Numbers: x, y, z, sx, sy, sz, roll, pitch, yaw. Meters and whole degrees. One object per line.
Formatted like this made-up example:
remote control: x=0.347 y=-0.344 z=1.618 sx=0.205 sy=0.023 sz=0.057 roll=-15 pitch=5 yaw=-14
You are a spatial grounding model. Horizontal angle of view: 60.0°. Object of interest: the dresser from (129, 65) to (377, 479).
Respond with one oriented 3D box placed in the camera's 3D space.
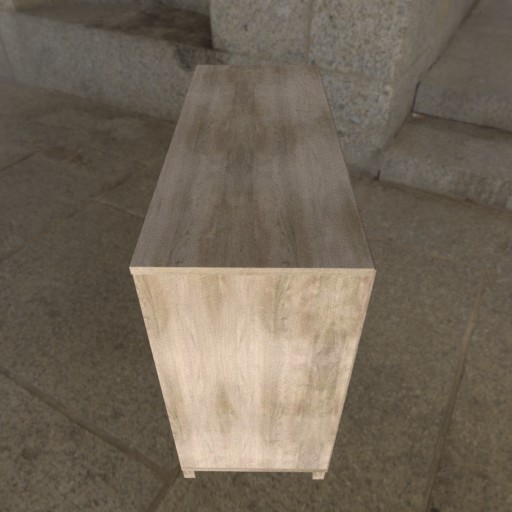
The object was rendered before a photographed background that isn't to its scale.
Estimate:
dresser: x=0.000 y=0.000 z=1.364 sx=0.404 sy=0.816 sz=0.994 roll=0 pitch=41 yaw=0
